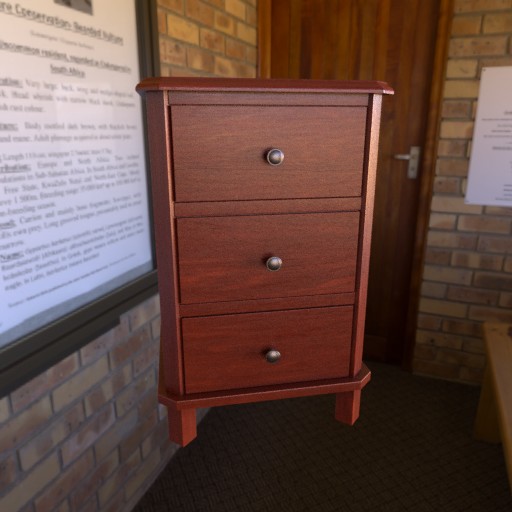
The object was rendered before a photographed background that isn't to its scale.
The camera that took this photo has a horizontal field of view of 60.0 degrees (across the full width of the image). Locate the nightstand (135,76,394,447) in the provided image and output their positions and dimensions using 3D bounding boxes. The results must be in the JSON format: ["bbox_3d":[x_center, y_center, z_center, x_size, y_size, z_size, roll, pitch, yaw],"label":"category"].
[{"bbox_3d":[0.000,0.000,0.950,0.435,0.681,0.351,-3,17,-10],"label":"nightstand"}]
